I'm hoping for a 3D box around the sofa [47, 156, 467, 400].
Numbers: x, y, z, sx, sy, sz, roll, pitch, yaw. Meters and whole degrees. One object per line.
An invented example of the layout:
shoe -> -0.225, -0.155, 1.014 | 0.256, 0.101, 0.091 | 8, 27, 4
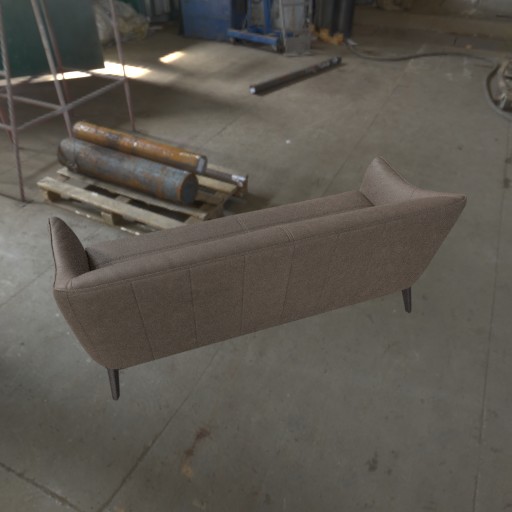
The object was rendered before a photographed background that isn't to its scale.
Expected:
sofa -> 0.000, 0.000, 2.296 | 1.928, 0.831, 0.869 | -13, 42, -15
